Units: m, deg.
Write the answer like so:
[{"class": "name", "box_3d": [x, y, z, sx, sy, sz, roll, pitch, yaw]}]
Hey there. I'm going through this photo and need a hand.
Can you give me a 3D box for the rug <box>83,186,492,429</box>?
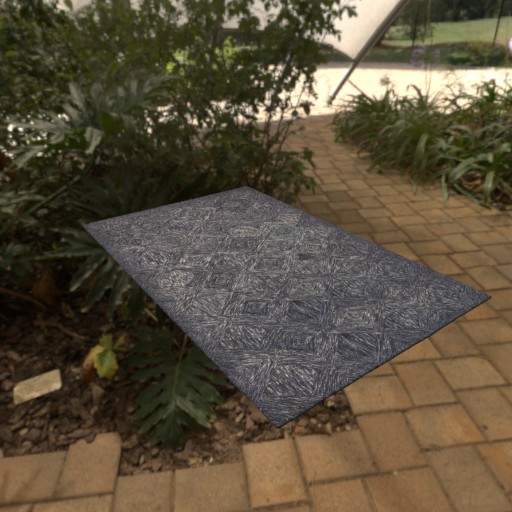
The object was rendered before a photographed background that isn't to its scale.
[{"class": "rug", "box_3d": [0.000, 0.000, 2.158, 1.139, 0.010, 1.754, -19, 33, -32]}]
